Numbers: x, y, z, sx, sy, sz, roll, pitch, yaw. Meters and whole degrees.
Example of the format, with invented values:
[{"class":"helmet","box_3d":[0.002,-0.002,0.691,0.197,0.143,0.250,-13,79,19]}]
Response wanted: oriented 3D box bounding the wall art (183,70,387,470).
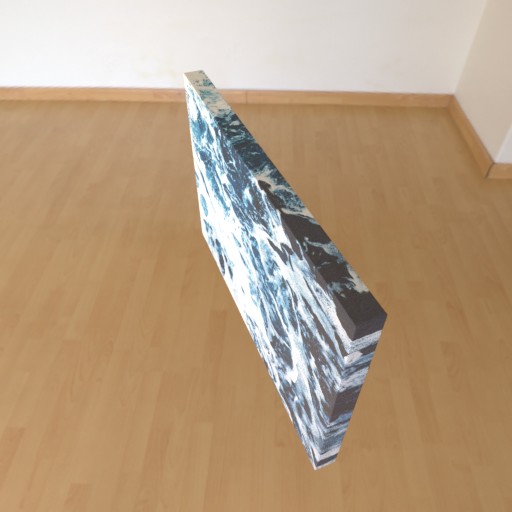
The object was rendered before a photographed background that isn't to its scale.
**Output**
[{"class":"wall art","box_3d":[0.000,0.000,0.775,0.043,0.407,0.609,-16,48,-15]}]
